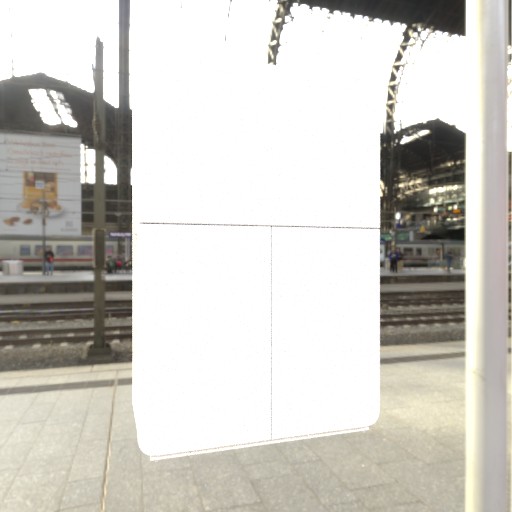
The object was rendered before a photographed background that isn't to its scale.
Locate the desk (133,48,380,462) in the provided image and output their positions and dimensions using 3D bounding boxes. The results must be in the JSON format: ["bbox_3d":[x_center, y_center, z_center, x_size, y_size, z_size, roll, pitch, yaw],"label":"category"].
[{"bbox_3d":[0.000,0.000,1.506,0.795,1.190,0.278,0,0,-18],"label":"desk"}]
